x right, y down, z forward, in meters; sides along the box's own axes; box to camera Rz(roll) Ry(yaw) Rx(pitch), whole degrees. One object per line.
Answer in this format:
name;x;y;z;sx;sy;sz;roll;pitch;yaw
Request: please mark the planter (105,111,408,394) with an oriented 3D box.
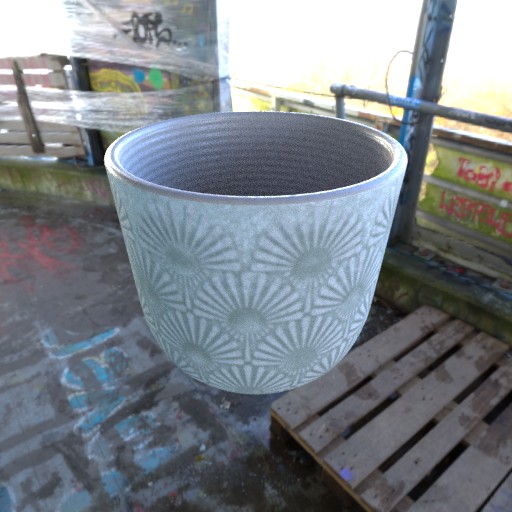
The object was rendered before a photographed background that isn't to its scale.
planter;0.000;0.000;0.295;0.170;0.152;0.170;0;30;0
